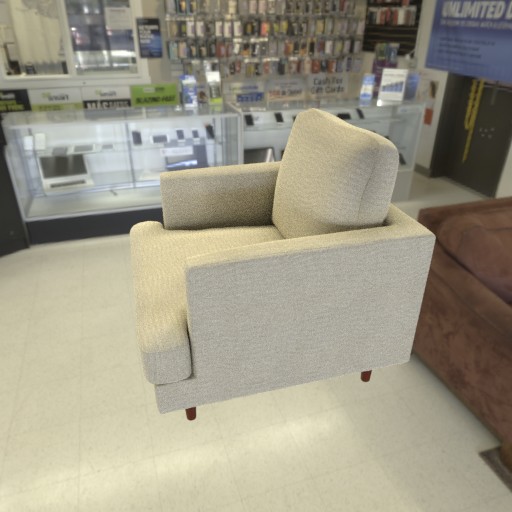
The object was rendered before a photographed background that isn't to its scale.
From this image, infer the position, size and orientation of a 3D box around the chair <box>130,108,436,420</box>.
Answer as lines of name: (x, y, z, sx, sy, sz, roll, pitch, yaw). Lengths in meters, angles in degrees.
chair: (0.000, 0.000, 1.656, 0.899, 0.957, 0.858, -8, 30, -14)
